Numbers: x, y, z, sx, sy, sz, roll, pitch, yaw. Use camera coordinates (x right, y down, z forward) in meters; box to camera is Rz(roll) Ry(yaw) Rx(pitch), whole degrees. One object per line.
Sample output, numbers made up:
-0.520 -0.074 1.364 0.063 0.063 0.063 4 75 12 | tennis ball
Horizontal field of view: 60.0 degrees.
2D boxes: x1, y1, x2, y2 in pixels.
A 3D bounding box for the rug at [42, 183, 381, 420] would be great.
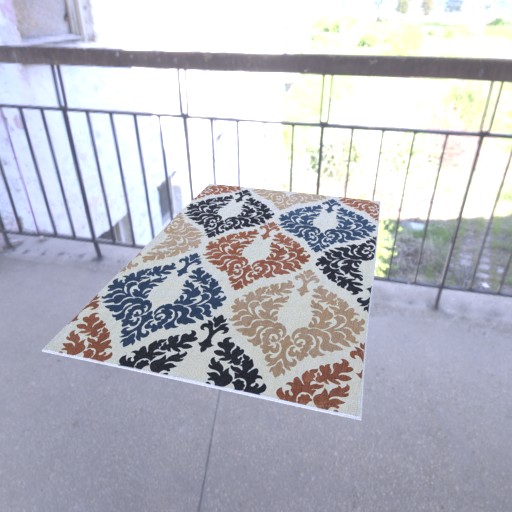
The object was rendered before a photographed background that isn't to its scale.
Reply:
0.000 0.000 2.895 1.514 0.014 2.275 8 31 13 | rug
